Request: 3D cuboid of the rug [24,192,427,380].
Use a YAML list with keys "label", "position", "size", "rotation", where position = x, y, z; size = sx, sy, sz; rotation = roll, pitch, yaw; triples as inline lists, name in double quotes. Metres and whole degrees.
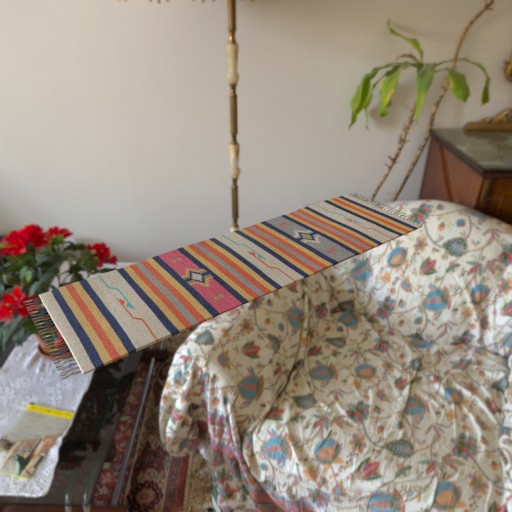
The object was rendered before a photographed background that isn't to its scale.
- label: "rug"
  position: [0.000, 0.000, 2.654]
  size: [2.455, 0.017, 0.695]
  rotation: [-20, 36, -31]
